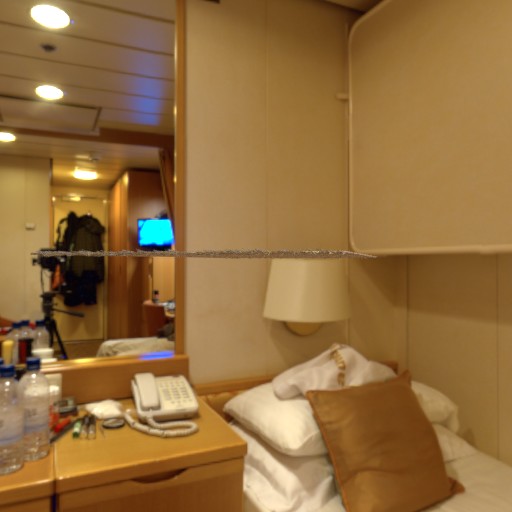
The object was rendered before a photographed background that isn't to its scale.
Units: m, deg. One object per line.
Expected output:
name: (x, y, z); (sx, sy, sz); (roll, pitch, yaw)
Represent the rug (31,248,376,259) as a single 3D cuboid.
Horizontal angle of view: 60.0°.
rug: (0.000, 0.000, 3.057); (1.495, 0.035, 2.472); (0, -1, 18)
